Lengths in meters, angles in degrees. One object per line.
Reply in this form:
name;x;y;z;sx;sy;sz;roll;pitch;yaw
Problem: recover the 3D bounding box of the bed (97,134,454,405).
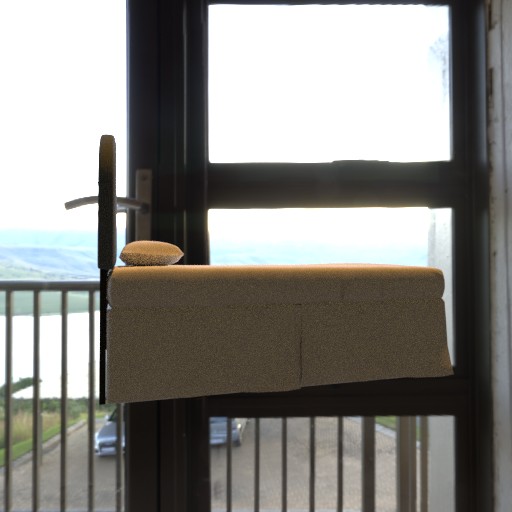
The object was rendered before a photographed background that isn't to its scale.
bed;0.000;0.000;3.045;2.005;1.410;1.607;0;-1;-18
